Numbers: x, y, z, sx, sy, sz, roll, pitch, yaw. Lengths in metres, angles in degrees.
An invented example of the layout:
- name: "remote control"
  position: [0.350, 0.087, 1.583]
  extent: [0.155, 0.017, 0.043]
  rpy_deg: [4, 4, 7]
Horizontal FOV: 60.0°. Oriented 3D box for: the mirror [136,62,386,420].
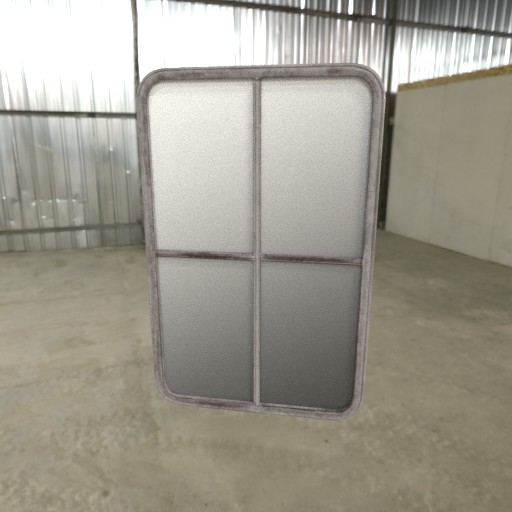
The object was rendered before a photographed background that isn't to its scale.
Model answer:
- name: "mirror"
  position: [0.000, 0.000, 0.894]
  extent: [0.461, 0.713, 0.024]
  rpy_deg: [2, 15, 9]
